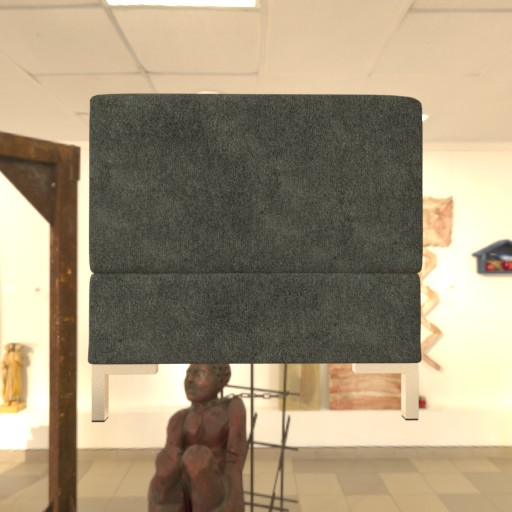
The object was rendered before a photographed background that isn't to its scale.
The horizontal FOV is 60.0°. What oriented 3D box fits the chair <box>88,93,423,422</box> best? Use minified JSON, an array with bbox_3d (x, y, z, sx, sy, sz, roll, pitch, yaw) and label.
[{"bbox_3d":[0.000,0.000,1.202,0.680,0.660,0.680,0,0,-1],"label":"chair"}]
